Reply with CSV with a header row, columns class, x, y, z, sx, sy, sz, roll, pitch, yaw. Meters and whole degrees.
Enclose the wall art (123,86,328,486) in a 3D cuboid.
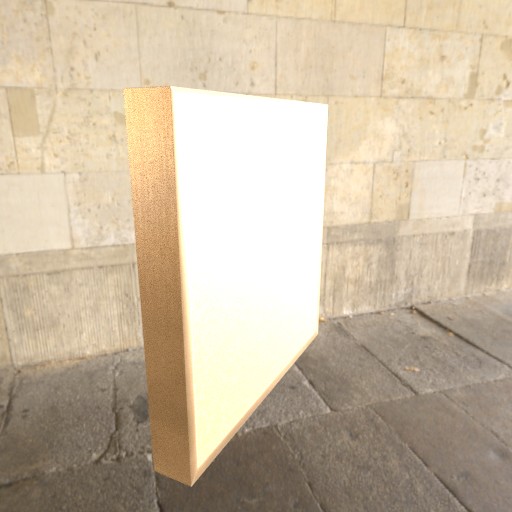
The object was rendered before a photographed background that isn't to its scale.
class,x,y,z,sx,sy,sz,roll,pitch,yaw
wall art,0.000,0.000,0.453,0.038,0.303,0.305,8,19,26
